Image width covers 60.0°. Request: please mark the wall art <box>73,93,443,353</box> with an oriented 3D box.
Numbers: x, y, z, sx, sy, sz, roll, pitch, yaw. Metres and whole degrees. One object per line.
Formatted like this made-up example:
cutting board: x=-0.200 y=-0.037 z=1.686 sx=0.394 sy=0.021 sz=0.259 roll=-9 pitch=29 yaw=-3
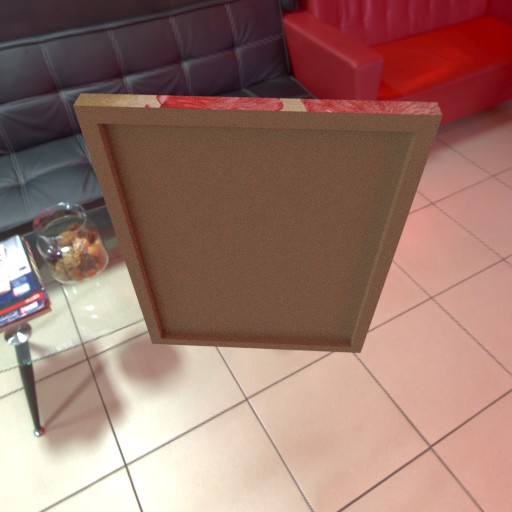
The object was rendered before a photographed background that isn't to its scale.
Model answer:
wall art: x=0.000 y=0.000 z=0.684 sx=0.406 sy=0.508 sz=0.028 roll=2 pitch=48 yaw=2
